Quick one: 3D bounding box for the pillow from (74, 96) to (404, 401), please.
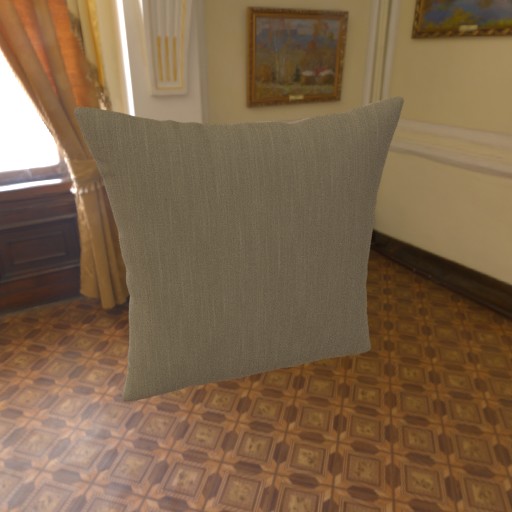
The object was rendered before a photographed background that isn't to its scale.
[{"bbox_3d":[0.000,0.000,0.767,0.511,0.509,0.161,-8,26,-16],"label":"pillow"}]
